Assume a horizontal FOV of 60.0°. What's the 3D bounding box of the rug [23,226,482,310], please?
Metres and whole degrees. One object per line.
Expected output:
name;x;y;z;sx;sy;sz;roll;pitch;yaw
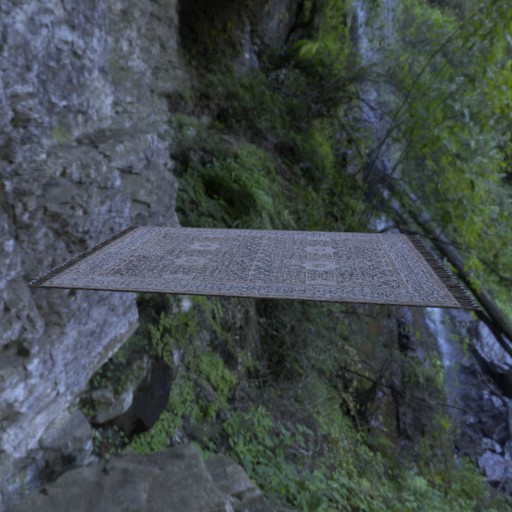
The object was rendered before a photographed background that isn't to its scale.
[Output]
rug;0.000;0.000;2.503;2.029;0.010;1.237;2;17;7
